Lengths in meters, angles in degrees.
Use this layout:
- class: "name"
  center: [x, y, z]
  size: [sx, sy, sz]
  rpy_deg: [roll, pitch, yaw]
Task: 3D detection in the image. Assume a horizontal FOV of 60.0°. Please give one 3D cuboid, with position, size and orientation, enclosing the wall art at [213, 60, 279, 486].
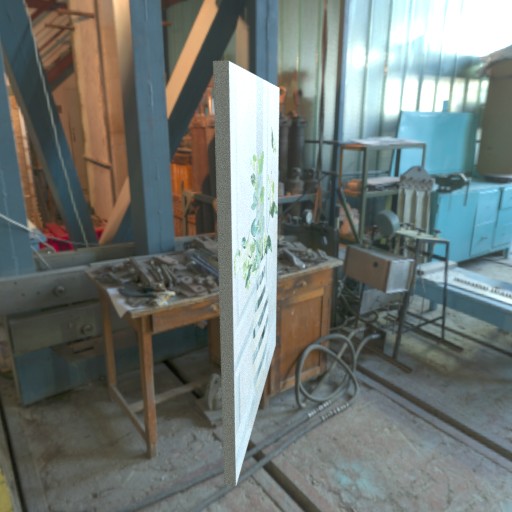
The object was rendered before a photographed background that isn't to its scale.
- class: "wall art"
  center: [0.000, 0.000, 1.623]
  size: [0.038, 1.212, 0.914]
  rpy_deg: [3, 17, 10]
